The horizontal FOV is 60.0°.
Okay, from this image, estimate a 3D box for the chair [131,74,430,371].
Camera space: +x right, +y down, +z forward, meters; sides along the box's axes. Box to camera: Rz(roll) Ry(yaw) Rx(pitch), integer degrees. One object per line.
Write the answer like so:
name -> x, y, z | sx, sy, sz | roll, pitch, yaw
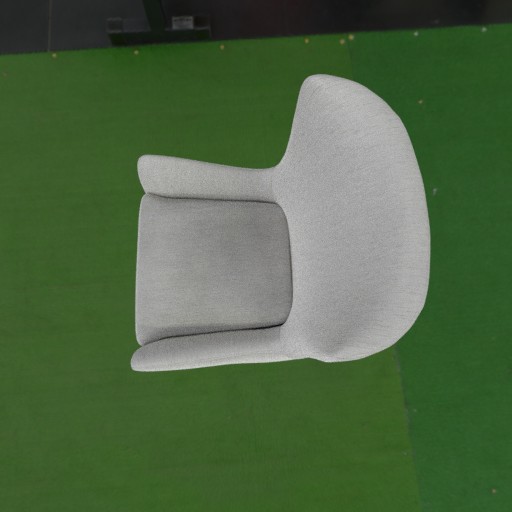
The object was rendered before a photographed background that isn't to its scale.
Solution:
chair -> 0.000, 0.000, 1.601 | 0.904, 1.000, 0.779 | -2, 75, -1
